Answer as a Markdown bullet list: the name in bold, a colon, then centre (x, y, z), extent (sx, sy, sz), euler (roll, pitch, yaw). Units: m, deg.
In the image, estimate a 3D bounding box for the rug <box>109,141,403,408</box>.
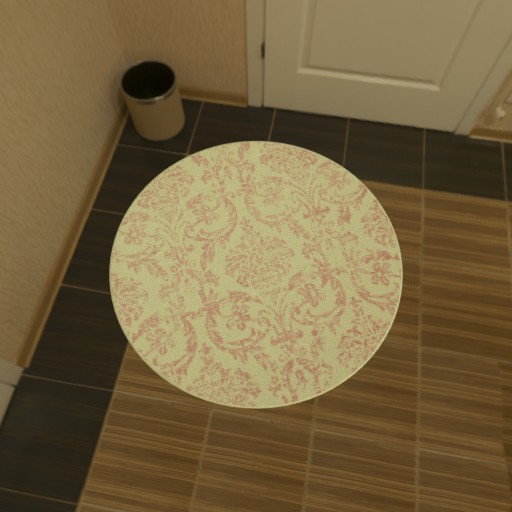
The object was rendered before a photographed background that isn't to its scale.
- **rug**: centre (0.000, 0.000, 2.431), extent (1.593, 0.012, 1.593), euler (0, 64, 0)
